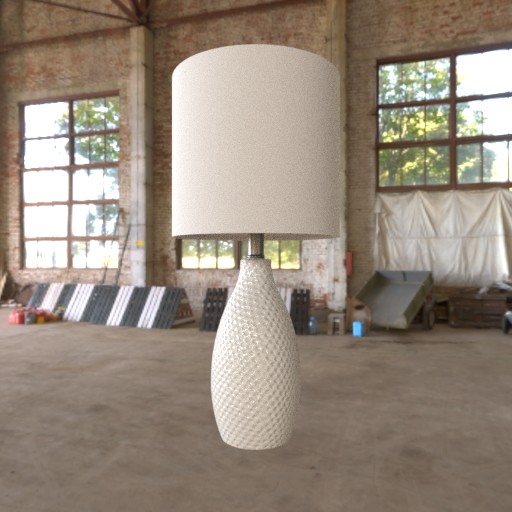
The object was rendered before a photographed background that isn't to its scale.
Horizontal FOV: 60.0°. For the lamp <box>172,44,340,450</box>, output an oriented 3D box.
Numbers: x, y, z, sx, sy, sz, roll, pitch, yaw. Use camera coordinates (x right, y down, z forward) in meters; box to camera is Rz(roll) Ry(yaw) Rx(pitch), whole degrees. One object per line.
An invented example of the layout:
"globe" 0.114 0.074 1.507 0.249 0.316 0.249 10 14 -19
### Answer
"lamp" 0.000 0.000 0.577 0.214 0.466 0.214 0 0 36
